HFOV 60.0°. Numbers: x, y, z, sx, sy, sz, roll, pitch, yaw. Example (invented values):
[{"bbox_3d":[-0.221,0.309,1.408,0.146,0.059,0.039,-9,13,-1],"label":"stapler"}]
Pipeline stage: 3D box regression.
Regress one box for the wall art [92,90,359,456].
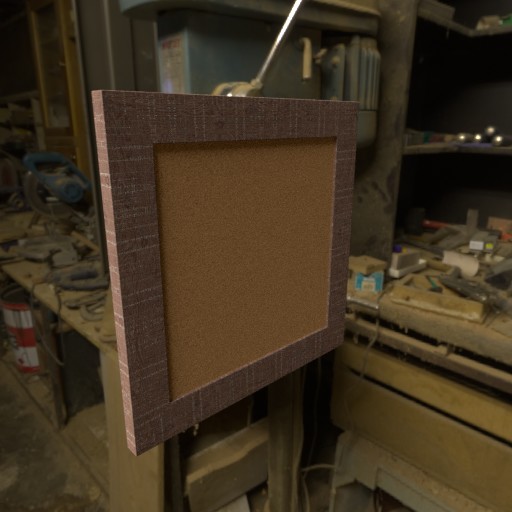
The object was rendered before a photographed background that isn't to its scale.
[{"bbox_3d":[0.000,0.000,0.789,0.531,0.531,0.029,-15,23,-41],"label":"wall art"}]
